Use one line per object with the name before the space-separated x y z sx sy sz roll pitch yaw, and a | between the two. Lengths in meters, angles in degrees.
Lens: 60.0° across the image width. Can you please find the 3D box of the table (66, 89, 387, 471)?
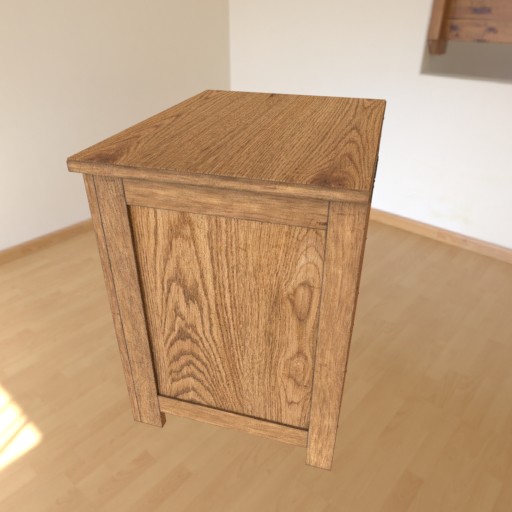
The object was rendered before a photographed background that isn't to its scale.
table | 0.000 0.000 1.050 0.494 0.625 0.601 8 32 14
